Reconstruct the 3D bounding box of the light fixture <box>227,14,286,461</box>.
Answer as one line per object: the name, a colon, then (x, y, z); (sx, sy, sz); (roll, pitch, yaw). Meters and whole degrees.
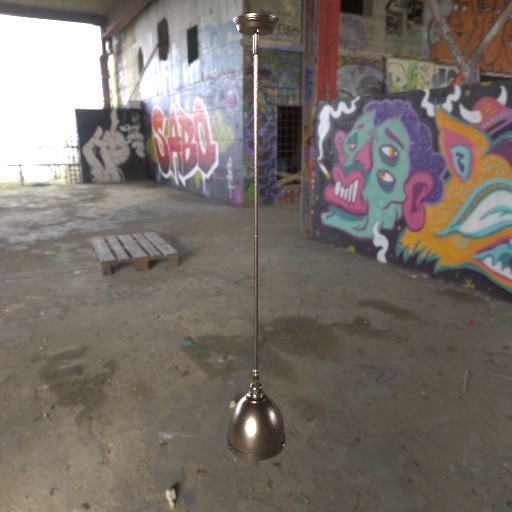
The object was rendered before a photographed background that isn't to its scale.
light fixture: (0.000, 0.000, 1.419); (0.211, 1.367, 0.217); (-2, 15, -9)
